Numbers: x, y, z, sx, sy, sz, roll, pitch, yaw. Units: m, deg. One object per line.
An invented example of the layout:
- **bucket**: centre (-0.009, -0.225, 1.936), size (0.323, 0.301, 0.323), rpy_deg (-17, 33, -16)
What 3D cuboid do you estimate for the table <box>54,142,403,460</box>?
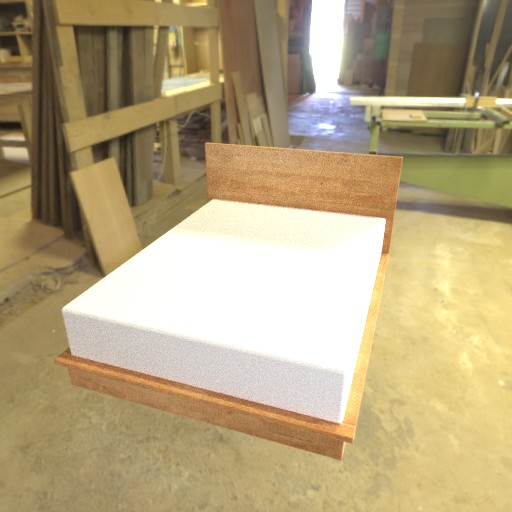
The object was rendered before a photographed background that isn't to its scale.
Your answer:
- **table**: centre (0.000, 0.000, 3.072), size (1.707, 1.041, 2.149), rpy_deg (9, 27, 17)
